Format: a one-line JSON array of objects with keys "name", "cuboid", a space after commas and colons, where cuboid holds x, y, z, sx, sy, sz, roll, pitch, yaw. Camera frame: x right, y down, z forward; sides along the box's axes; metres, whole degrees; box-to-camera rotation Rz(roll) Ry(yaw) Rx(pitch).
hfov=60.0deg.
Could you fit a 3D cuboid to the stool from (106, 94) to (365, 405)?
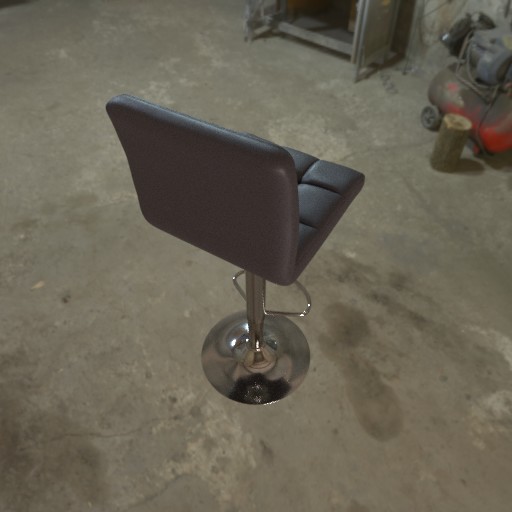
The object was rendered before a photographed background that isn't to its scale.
[{"name": "stool", "cuboid": [0.000, 0.000, 1.331, 0.430, 1.115, 0.505, 24, 51, 21]}]
